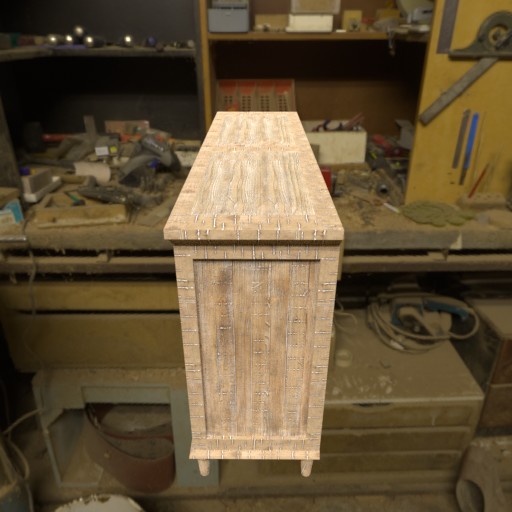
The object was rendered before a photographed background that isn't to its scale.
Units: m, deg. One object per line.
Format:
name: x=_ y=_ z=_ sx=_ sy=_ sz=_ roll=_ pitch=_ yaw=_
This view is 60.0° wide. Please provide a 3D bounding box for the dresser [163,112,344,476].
dresser: x=0.000 y=0.000 z=2.076 sx=0.457 sy=1.016 sz=1.626 roll=0 pitch=28 yaw=0
